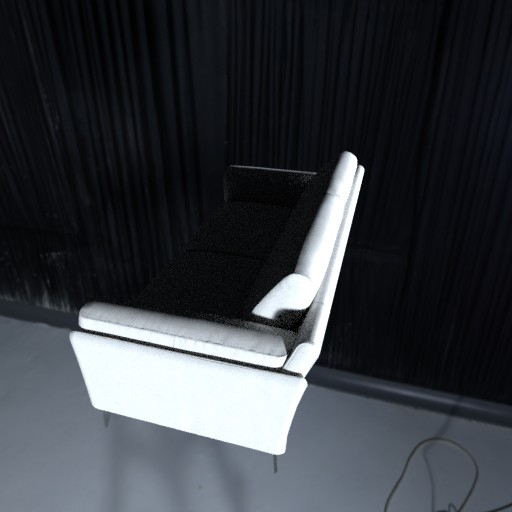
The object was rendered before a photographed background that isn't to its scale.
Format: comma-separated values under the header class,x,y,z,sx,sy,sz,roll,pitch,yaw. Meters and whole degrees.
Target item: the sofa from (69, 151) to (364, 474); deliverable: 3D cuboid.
class,x,y,z,sx,sy,sz,roll,pitch,yaw
sofa,0.000,0.000,2.635,1.049,0.930,2.101,8,31,14
